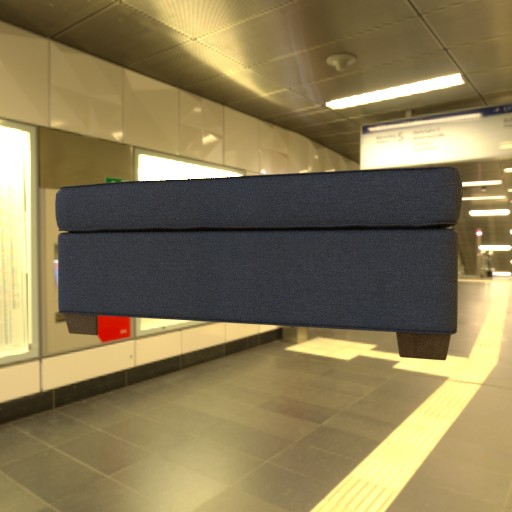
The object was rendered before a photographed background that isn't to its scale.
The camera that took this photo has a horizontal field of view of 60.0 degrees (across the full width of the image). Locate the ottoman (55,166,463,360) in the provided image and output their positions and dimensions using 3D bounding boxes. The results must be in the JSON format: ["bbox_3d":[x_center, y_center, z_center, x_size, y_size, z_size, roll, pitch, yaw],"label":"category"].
[{"bbox_3d":[0.000,0.000,1.365,1.110,0.460,0.515,0,1,17],"label":"ottoman"}]
